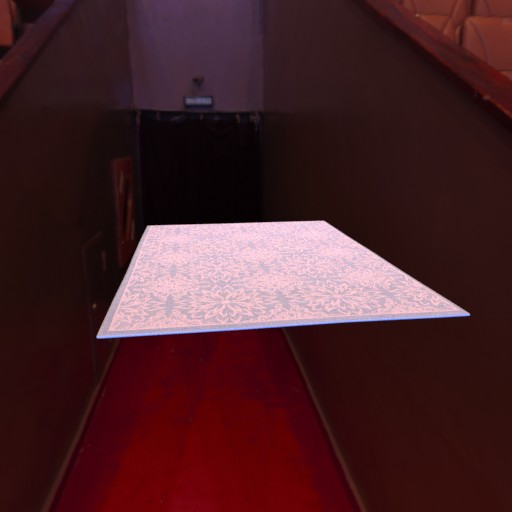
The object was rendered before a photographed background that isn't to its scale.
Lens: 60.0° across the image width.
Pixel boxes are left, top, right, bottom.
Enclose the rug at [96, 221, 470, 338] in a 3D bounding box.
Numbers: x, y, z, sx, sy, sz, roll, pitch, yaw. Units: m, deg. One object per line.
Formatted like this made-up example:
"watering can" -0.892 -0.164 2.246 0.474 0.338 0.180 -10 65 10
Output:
"rug" 0.000 0.000 2.894 1.589 0.014 2.205 -2 15 -8
